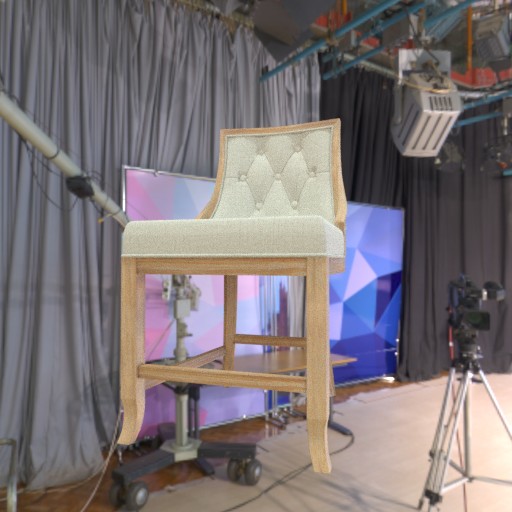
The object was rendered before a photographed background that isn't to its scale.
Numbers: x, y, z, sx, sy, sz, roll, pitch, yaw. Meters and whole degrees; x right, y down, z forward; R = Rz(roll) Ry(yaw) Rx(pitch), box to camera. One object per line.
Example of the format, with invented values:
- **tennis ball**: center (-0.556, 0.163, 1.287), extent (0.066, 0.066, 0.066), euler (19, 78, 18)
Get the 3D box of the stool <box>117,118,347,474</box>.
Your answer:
- **stool**: center (0.000, 0.000, 1.320), extent (0.524, 0.938, 0.626), euler (0, -1, 17)
